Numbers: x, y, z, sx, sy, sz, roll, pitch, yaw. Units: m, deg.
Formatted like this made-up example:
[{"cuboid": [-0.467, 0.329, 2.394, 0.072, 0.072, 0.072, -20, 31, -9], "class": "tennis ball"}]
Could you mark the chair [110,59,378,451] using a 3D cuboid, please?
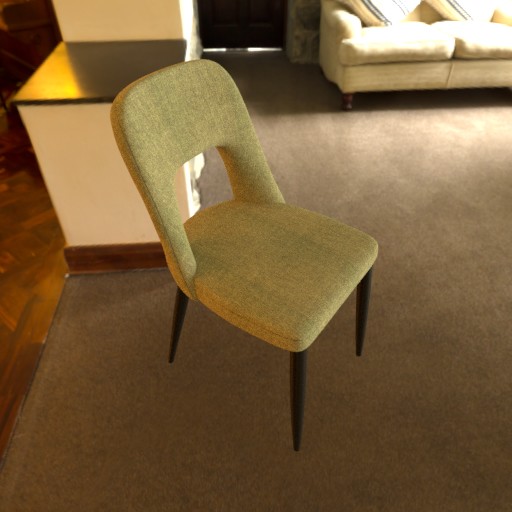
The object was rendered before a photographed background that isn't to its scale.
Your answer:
[{"cuboid": [0.000, 0.000, 1.267, 0.612, 0.931, 0.470, 25, 47, 26], "class": "chair"}]
